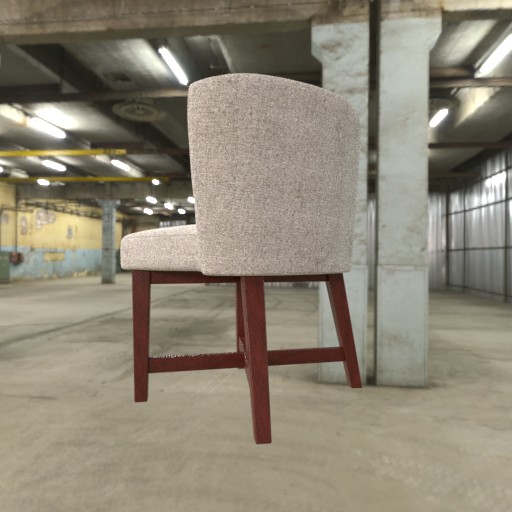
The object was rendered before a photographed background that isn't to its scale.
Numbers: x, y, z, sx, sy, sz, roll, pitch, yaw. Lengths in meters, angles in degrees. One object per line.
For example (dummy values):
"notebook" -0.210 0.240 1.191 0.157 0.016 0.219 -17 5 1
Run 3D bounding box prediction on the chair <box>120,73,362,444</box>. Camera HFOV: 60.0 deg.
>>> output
"chair" 0.000 0.000 1.313 0.575 0.827 0.728 0 -1 35
